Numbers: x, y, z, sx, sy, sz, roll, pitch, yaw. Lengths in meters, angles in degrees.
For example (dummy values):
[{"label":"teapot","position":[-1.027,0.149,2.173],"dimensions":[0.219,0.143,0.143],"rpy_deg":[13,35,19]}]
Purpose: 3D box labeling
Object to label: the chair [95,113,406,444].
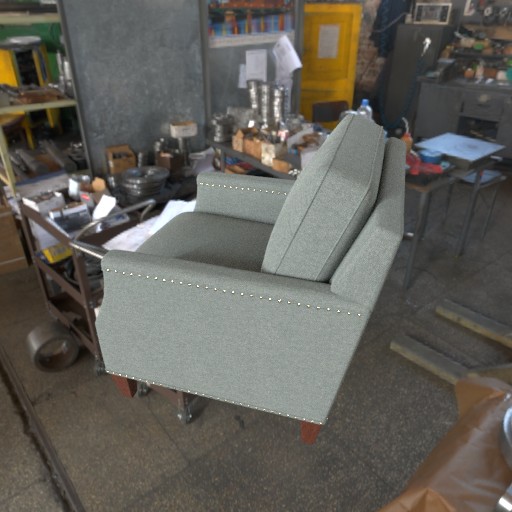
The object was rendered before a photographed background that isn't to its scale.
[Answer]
[{"label":"chair","position":[0.000,0.000,1.787],"dimensions":[1.031,1.031,0.885],"rpy_deg":[9,32,14]}]
